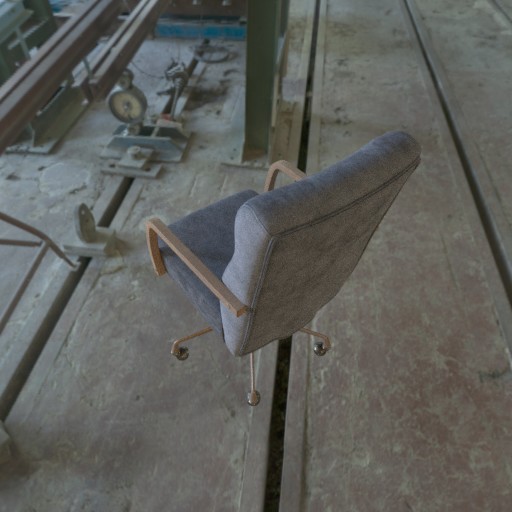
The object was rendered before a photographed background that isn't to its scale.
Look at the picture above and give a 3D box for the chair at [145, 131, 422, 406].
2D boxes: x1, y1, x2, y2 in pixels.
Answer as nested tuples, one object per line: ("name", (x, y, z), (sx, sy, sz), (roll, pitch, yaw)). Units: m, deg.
("chair", (0.000, 0.000, 1.495), (0.640, 1.029, 0.741), (-29, 52, -26))
